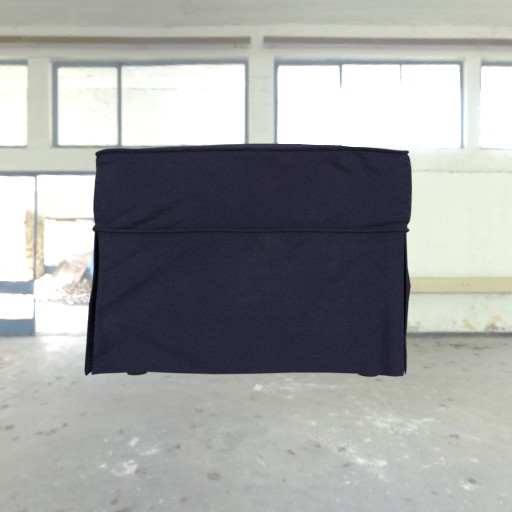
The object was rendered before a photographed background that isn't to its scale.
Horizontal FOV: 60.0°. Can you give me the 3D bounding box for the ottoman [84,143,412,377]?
[{"bbox_3d":[0.000,0.000,1.296,0.637,0.503,0.938,0,0,1],"label":"ottoman"}]
